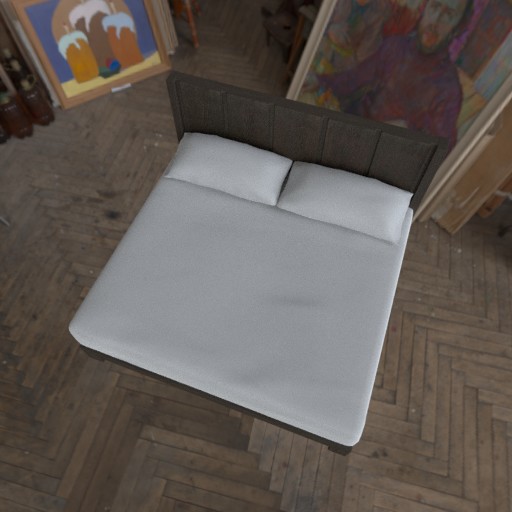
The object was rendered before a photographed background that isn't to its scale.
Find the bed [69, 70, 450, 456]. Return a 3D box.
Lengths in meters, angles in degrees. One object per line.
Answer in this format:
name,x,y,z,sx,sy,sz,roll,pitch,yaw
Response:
bed,0.000,0.000,3.335,2.134,1.270,2.012,18,61,10
